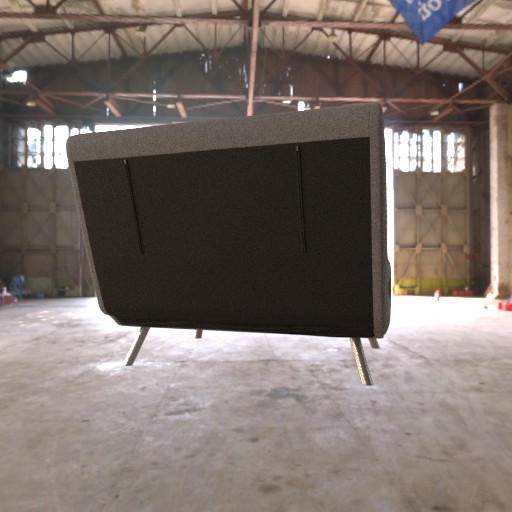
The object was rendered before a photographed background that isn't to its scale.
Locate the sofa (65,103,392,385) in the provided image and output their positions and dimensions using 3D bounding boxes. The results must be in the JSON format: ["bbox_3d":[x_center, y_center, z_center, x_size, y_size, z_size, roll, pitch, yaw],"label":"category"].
[{"bbox_3d":[0.000,0.000,1.753,1.020,0.825,1.000,0,-1,17],"label":"sofa"}]
